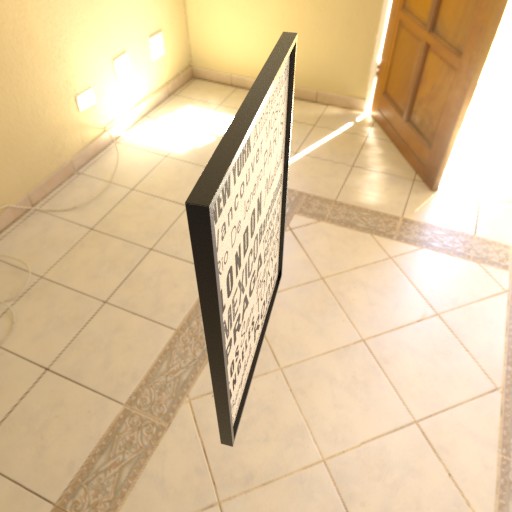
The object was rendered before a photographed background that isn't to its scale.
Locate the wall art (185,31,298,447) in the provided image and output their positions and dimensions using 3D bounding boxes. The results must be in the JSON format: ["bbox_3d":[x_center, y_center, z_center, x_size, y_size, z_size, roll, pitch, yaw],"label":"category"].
[{"bbox_3d":[0.000,0.000,1.377,0.043,1.046,0.788,11,47,10],"label":"wall art"}]
